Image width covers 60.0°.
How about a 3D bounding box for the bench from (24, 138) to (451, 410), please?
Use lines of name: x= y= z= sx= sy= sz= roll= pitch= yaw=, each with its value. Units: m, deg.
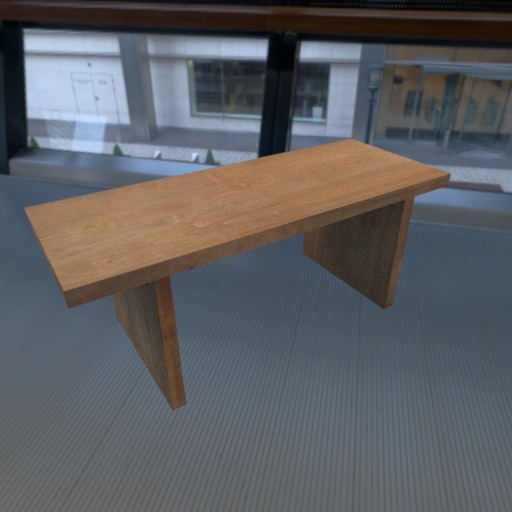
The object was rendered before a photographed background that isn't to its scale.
bench: x=0.000 y=0.000 z=1.416 sx=1.183 sy=0.458 sz=0.458 roll=-18 pitch=36 yaw=-28
